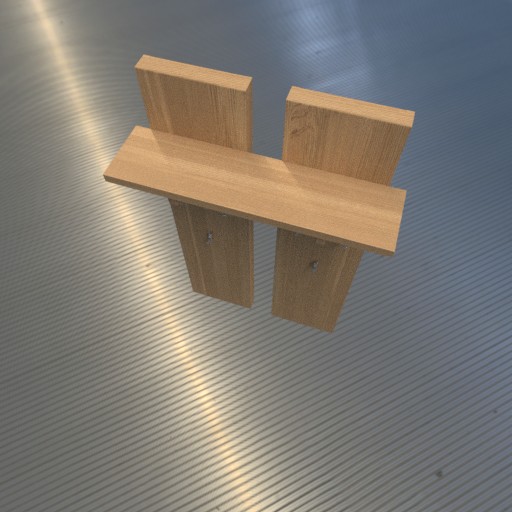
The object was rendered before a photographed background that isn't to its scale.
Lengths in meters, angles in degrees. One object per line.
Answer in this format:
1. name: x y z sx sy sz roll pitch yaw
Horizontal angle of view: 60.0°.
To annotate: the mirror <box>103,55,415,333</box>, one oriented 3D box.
1. mirror: 0.000 0.000 1.570 0.800 1.250 0.260 16 59 10
